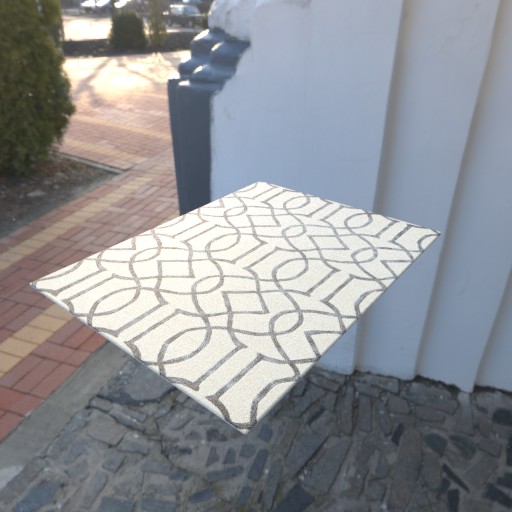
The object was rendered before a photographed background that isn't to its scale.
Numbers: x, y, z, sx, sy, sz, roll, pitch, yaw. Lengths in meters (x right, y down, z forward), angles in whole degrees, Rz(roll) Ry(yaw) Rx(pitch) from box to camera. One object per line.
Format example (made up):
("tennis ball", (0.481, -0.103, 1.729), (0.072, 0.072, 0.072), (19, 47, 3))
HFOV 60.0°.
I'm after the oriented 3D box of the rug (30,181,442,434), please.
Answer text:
("rug", (0.000, 0.000, 3.840), (2.211, 0.021, 2.910), (22, 37, 33))
